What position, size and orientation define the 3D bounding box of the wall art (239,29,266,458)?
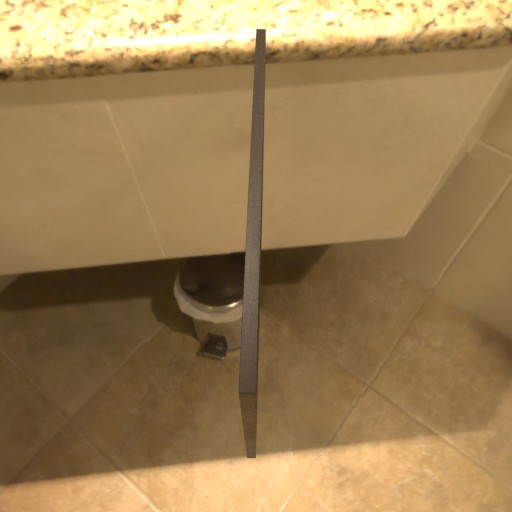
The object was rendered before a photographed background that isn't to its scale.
[{"bbox_3d":[0.000,0.000,1.580,0.034,0.952,1.207,1,59,1],"label":"wall art"}]
